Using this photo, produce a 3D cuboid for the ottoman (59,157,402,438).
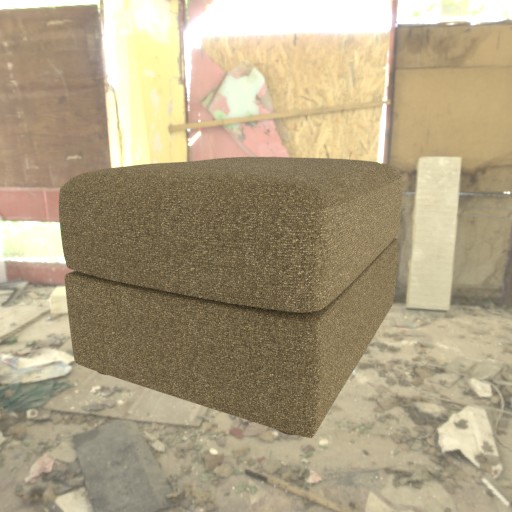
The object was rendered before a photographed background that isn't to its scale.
[{"bbox_3d":[0.000,0.000,1.130,0.598,0.476,0.742,8,17,26],"label":"ottoman"}]
